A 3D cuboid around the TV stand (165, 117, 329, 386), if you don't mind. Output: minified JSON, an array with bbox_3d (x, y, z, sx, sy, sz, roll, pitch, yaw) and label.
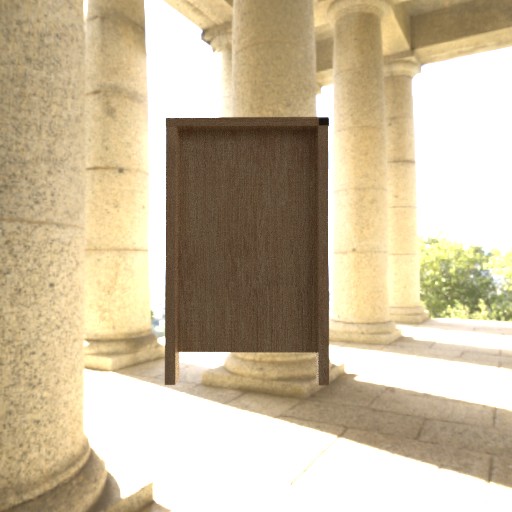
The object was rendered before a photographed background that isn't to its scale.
[{"bbox_3d":[0.000,0.000,1.737,0.398,0.610,1.466,0,-1,1],"label":"TV stand"}]
